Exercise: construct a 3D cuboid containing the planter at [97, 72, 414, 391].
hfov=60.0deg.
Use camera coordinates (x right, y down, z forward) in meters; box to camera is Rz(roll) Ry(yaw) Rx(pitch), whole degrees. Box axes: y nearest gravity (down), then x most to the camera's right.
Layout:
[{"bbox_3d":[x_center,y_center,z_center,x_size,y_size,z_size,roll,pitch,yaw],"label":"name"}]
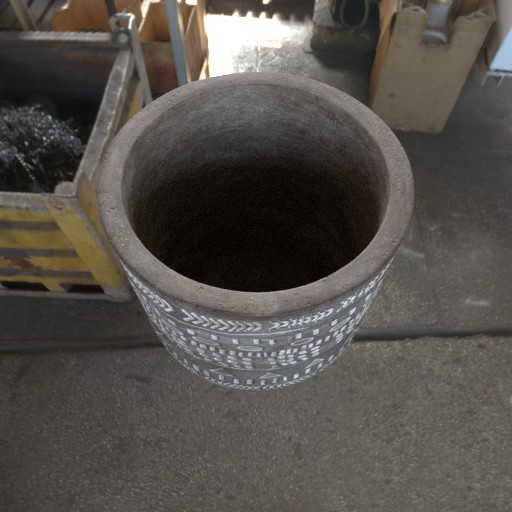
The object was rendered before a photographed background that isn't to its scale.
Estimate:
[{"bbox_3d":[0.000,0.000,0.225,0.122,0.128,0.122,0,59,0],"label":"planter"}]
